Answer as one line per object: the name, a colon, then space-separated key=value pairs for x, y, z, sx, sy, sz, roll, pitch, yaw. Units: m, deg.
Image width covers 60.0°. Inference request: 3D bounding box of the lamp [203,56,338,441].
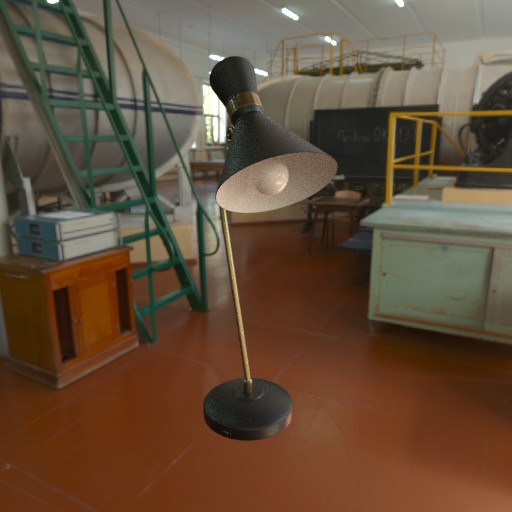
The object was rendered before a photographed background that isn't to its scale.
lamp: x=0.000 y=0.000 z=0.758 sx=0.189 sy=0.647 sz=0.292 roll=-8 pitch=16 yaw=-27
